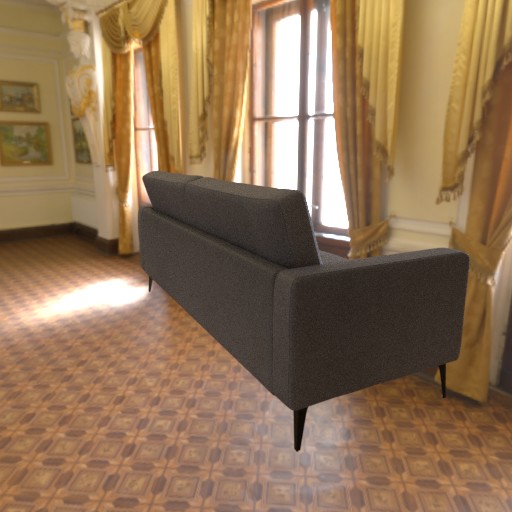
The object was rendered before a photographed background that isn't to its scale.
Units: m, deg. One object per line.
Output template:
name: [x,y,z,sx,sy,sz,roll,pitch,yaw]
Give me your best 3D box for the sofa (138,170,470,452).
sofa: [0.000,0.000,2.291,0.774,0.828,1.925,-7,15,-27]
